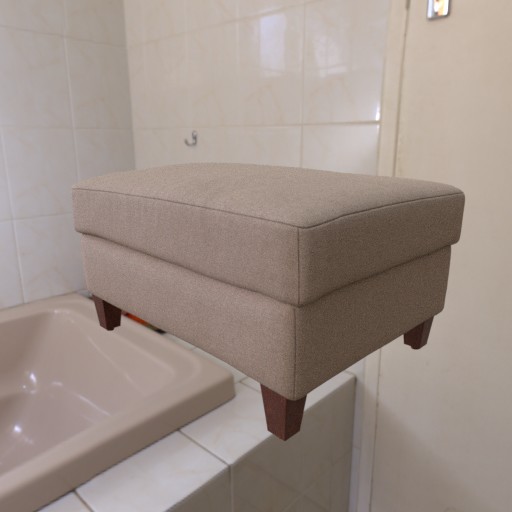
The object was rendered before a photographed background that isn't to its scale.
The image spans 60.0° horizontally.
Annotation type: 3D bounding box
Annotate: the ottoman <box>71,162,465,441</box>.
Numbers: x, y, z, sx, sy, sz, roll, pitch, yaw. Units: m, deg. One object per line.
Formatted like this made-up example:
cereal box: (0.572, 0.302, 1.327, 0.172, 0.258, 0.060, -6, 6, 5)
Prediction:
ottoman: (0.000, 0.000, 1.270, 0.692, 0.511, 0.902, -14, 20, -43)
